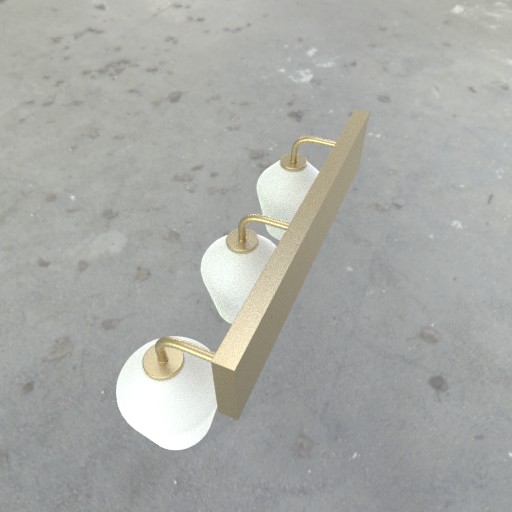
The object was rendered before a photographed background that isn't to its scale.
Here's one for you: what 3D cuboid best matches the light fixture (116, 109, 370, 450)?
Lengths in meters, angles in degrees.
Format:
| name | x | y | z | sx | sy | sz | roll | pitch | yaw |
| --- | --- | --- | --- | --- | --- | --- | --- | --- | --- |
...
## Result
| name | x | y | z | sx | sy | sz | roll | pitch | yaw |
| --- | --- | --- | --- | --- | --- | --- | --- | --- | --- |
| light fixture | 0.000 | 0.000 | 0.715 | 0.190 | 0.280 | 0.609 | 18 | 49 | 16 |
